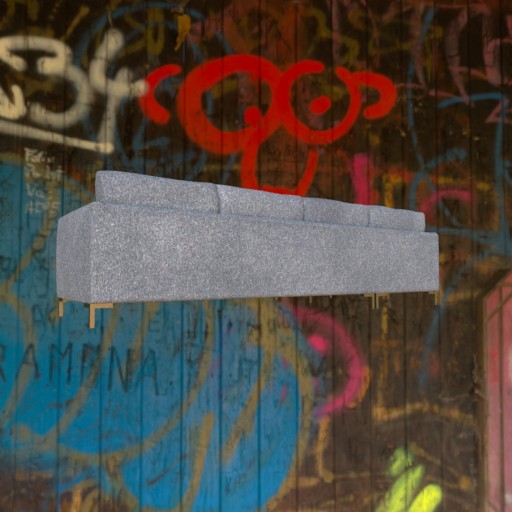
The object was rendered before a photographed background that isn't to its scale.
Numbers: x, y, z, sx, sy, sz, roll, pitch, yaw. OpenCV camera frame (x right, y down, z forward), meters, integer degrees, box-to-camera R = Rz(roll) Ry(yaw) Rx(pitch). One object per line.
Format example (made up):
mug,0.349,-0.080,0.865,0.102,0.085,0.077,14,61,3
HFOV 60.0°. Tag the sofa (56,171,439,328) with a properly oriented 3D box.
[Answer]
sofa,0.000,0.000,3.492,2.932,0.810,1.350,2,-3,-35
